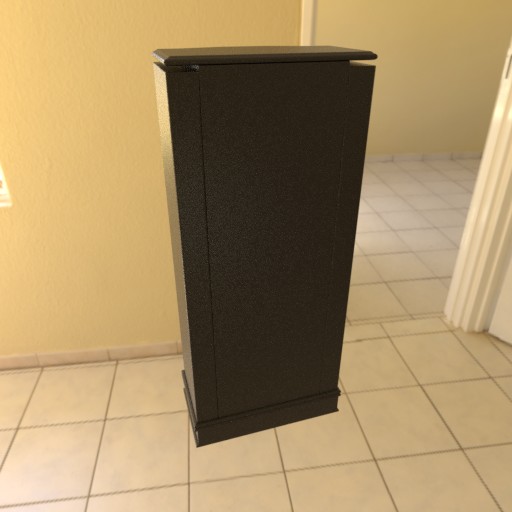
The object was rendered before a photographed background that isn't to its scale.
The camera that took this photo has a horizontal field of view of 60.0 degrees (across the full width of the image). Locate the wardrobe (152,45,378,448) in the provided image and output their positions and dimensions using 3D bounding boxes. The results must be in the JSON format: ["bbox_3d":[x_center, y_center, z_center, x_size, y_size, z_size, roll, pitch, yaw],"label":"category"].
[{"bbox_3d":[0.000,0.000,1.192,0.444,1.011,0.295,-8,30,-15],"label":"wardrobe"}]
